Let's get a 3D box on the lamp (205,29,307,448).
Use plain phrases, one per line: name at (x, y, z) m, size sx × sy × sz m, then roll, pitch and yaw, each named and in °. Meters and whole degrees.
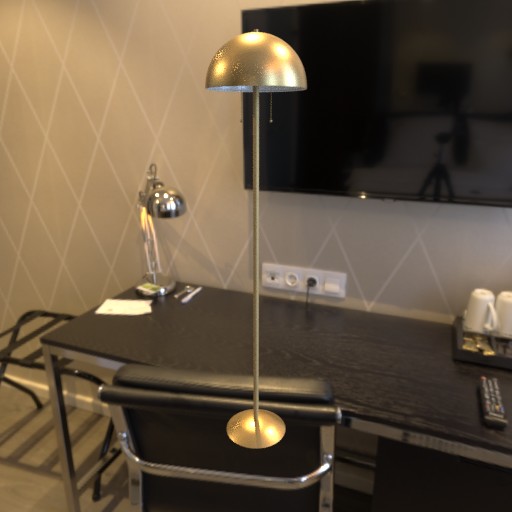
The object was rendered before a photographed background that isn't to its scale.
lamp at (0.000, 0.000, 1.604) m, size 0.328 × 1.480 × 0.328 m, roll -2°, pitch 17°, yaw -8°
